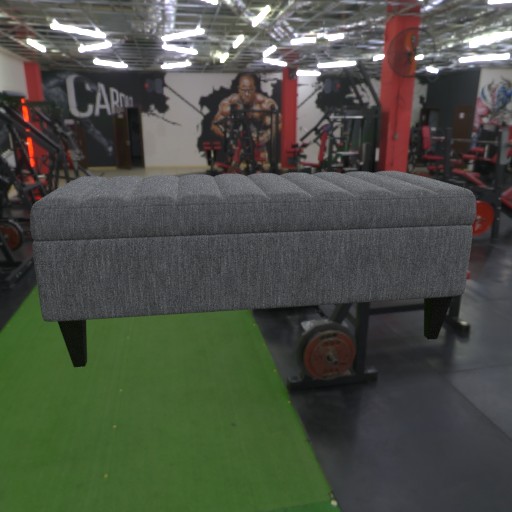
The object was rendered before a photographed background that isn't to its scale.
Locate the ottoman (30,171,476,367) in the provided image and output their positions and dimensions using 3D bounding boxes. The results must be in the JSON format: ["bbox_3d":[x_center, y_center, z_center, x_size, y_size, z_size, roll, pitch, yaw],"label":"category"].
[{"bbox_3d":[0.000,0.000,1.382,1.151,0.469,0.482,-3,17,-8],"label":"ottoman"}]
